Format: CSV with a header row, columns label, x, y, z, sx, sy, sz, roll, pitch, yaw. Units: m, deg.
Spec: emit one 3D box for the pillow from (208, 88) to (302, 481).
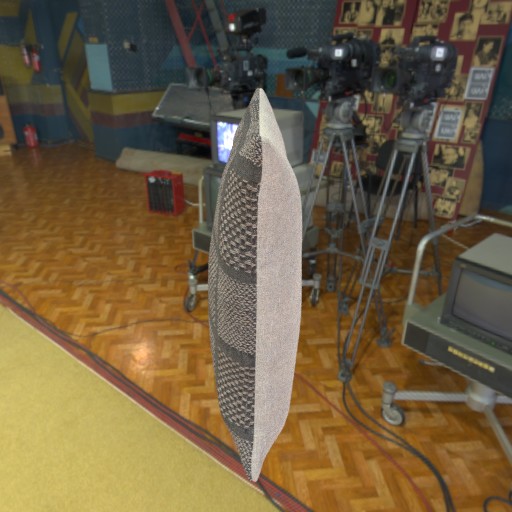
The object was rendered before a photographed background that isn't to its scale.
label,x,y,z,sx,sy,sz,roll,pitch,yaw
pillow,0.000,0.000,0.660,0.138,0.432,0.435,0,26,0
